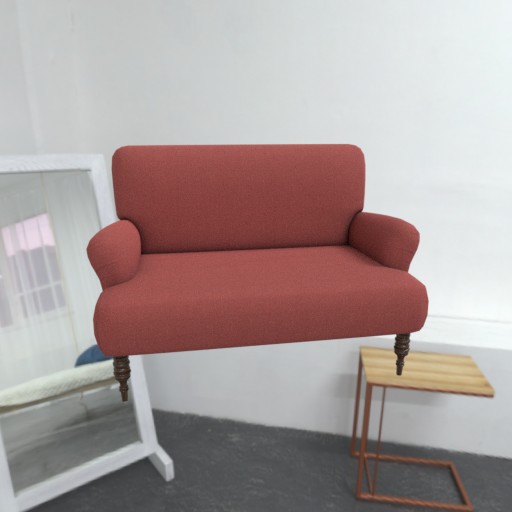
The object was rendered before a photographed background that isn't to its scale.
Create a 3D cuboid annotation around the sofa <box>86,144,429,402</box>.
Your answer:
[{"bbox_3d":[0.000,0.000,1.879,1.297,0.889,0.779,-3,17,-9],"label":"sofa"}]
